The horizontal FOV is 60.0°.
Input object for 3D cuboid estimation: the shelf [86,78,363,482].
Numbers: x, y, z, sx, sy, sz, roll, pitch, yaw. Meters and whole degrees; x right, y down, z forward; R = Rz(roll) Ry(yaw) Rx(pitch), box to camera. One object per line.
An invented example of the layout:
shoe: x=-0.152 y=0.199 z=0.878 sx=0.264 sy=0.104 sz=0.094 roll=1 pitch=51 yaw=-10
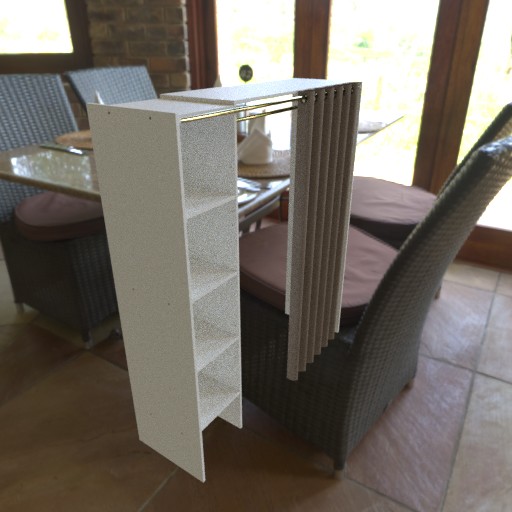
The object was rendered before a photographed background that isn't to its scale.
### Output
shelf: x=0.000 y=0.000 z=2.581 sx=0.500 sy=1.820 sz=1.600 roll=17 pitch=31 yaw=31
